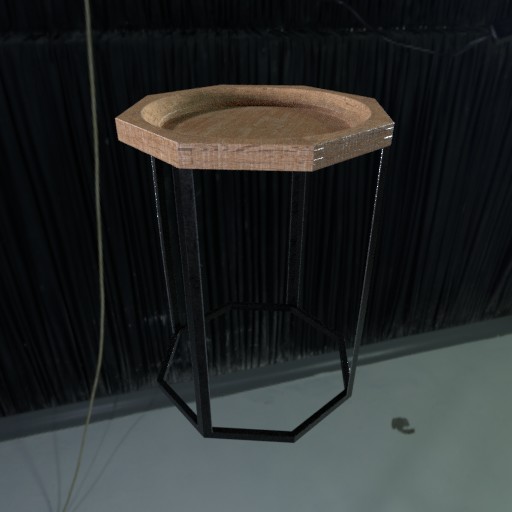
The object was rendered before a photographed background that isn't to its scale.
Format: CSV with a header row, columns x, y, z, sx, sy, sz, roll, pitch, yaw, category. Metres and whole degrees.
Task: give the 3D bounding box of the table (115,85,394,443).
x,y,z,sx,sy,sz,roll,pitch,yaw,category
0.000,0.000,0.852,0.437,0.553,0.437,-10,32,-16,table
